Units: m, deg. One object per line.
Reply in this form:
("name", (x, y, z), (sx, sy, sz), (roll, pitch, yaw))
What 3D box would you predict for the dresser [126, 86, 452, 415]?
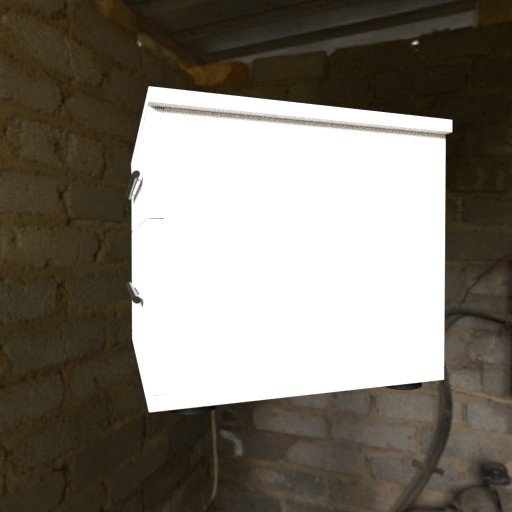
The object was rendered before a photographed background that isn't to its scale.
("dresser", (0.000, 0.000, 0.724), (0.400, 0.360, 0.430), (0, 1, -18))
